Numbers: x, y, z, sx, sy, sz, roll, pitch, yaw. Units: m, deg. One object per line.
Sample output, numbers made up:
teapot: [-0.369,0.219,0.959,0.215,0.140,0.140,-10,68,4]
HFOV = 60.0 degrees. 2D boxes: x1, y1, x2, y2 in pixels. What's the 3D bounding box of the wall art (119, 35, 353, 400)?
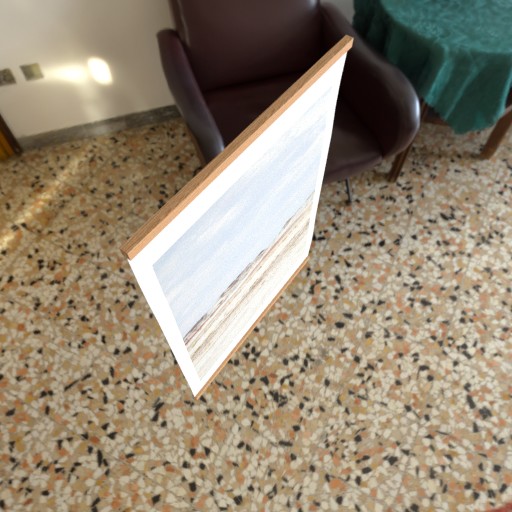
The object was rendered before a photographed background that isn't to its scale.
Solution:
wall art: [0.000,0.000,1.323,0.020,1.016,0.739,33,64,18]
